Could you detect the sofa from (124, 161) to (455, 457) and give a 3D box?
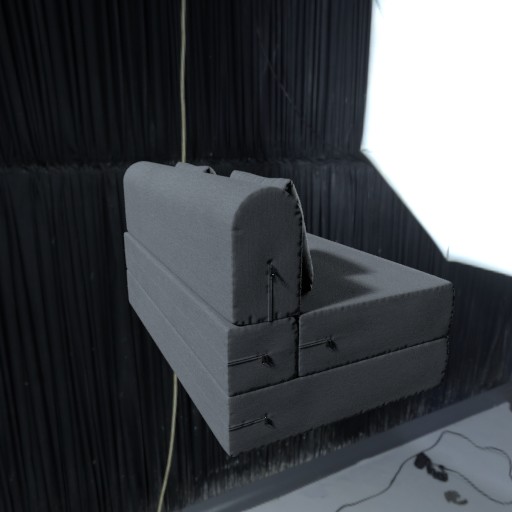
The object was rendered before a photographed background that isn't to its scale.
[{"bbox_3d":[0.000,0.000,1.700,0.762,0.670,1.225,-7,17,-26],"label":"sofa"}]
